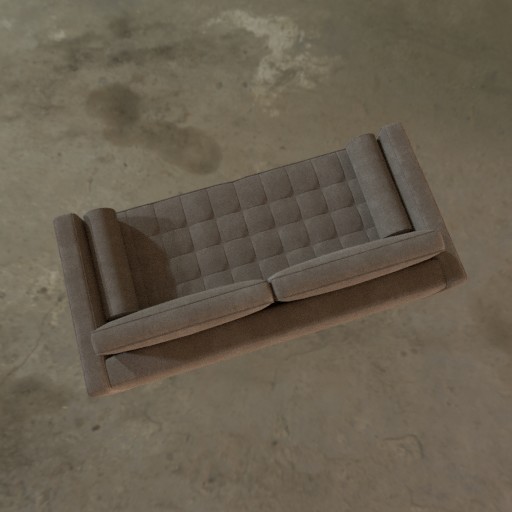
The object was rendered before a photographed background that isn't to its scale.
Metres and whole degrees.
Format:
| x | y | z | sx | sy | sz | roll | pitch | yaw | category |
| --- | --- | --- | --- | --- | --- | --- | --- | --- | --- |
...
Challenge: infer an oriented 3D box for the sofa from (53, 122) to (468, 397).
| x | y | z | sx | sy | sz | roll | pitch | yaw | category |
| --- | --- | --- | --- | --- | --- | --- | --- | --- | --- |
| 0.000 | 0.000 | 2.324 | 1.883 | 0.769 | 0.920 | -16 | 77 | -4 | sofa |
